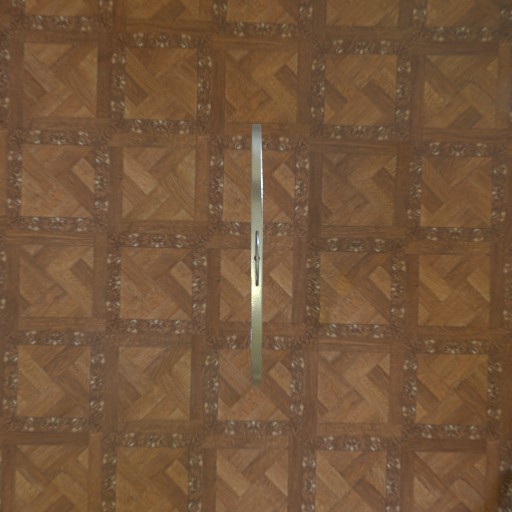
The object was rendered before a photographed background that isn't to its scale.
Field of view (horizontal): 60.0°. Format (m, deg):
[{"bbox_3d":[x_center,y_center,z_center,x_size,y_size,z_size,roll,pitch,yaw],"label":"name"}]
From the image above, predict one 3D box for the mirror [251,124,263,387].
[{"bbox_3d":[0.000,0.000,0.983,0.020,0.713,0.594,0,91,0],"label":"mirror"}]
